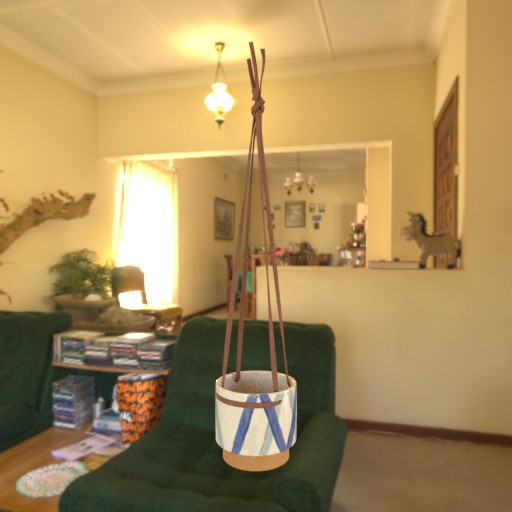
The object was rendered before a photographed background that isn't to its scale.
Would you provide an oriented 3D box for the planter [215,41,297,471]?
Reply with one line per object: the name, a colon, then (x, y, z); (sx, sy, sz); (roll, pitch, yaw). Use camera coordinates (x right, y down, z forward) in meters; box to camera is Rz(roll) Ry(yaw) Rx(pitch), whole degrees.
planter: (0.000, 0.000, 0.832); (0.153, 0.753, 0.157); (0, 1, -1)
